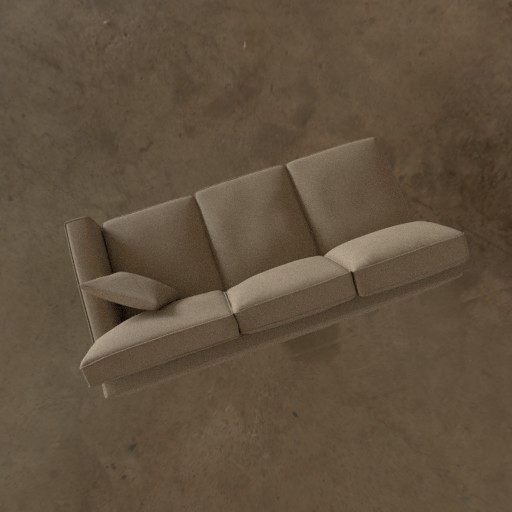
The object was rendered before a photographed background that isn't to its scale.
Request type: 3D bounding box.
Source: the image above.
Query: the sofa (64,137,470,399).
[{"bbox_3d":[0.000,0.000,2.609,1.963,0.946,1.034,-18,76,-5],"label":"sofa"}]
